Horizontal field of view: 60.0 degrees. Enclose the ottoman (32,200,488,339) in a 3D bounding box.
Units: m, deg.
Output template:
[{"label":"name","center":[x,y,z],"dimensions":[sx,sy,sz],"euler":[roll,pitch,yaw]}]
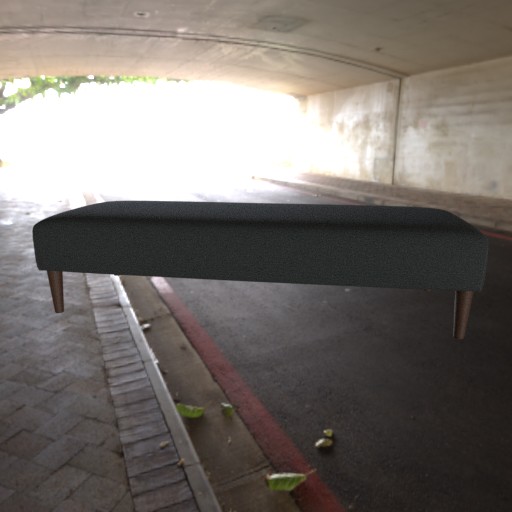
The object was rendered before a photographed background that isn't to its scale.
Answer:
[{"label":"ottoman","center":[0.000,0.000,1.854],"dimensions":[1.609,0.393,0.646],"euler":[2,15,9]}]
